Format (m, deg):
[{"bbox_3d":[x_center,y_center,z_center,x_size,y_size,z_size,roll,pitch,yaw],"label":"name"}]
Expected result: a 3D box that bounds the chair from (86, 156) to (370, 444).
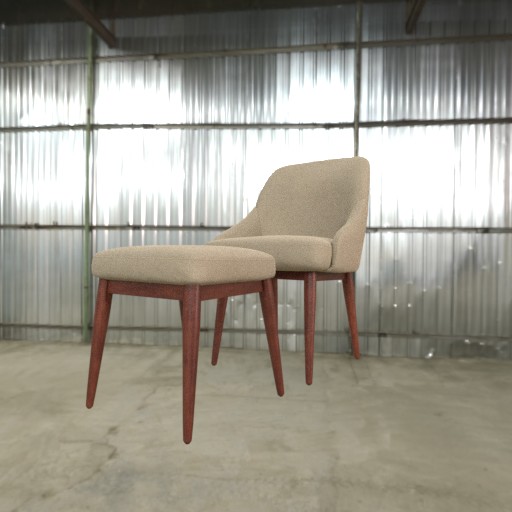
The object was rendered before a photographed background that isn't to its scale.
[{"bbox_3d":[0.000,0.000,1.597,0.584,0.866,1.114,1,1,36],"label":"chair"}]
